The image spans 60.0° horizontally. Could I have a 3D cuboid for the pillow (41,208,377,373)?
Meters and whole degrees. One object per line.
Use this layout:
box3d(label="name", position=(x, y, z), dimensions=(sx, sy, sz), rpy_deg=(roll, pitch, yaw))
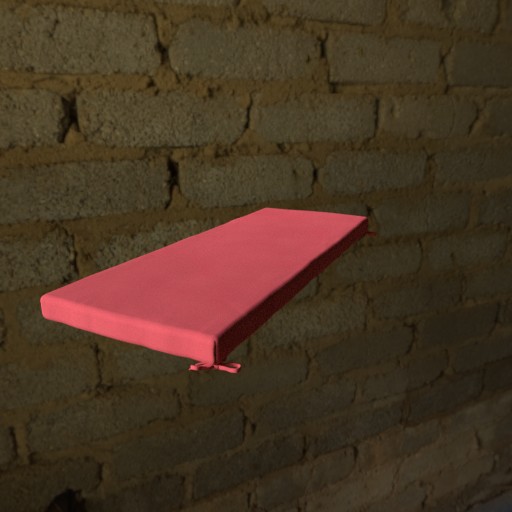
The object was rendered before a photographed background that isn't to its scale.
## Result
box3d(label="pillow", position=(0.000, 0.000, 1.352), dimensions=(0.492, 0.081, 1.187), rpy_deg=(8, 19, 26))
